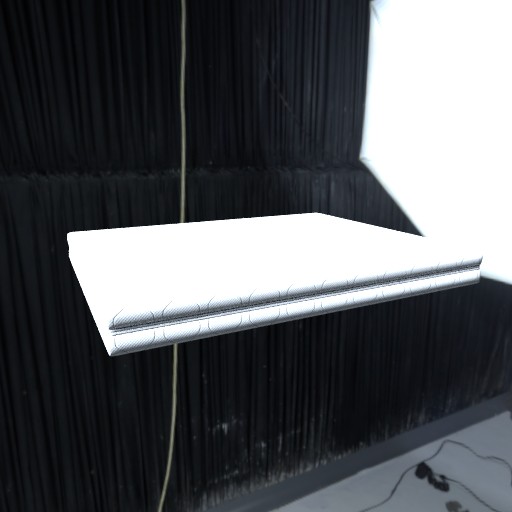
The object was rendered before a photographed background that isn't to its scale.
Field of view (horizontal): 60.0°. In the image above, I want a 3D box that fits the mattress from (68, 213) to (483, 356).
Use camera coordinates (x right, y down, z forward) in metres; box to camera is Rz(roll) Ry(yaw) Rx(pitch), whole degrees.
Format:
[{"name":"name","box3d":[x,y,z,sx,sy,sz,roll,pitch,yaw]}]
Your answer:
[{"name":"mattress","box3d":[0.000,0.000,2.705,2.000,0.200,1.600,-7,15,-26]}]
